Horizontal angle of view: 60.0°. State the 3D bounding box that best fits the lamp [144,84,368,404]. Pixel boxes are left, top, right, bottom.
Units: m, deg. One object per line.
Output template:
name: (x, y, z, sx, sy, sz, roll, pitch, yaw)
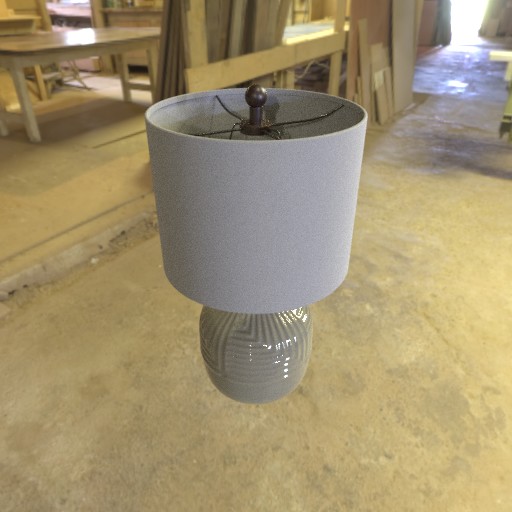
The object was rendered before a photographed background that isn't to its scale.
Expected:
lamp: (0.000, 0.000, 0.774, 0.318, 0.567, 0.318, 0, 31, 0)
